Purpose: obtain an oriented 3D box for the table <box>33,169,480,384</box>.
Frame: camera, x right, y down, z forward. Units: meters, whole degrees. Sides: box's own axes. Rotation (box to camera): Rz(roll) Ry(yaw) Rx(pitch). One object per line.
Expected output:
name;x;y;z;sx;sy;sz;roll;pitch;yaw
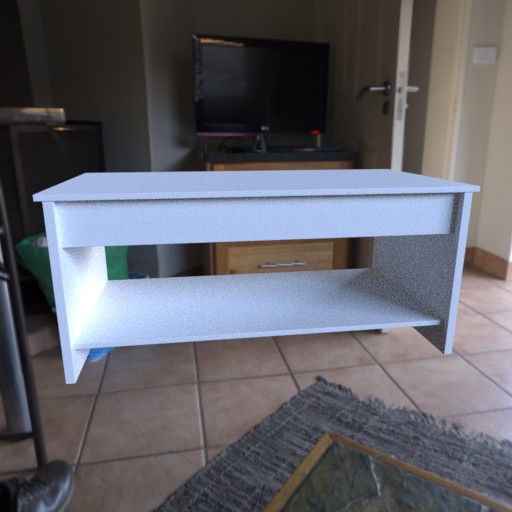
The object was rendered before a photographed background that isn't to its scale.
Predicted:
table;0.000;0.000;1.275;1.000;0.441;0.500;-2;16;-8
